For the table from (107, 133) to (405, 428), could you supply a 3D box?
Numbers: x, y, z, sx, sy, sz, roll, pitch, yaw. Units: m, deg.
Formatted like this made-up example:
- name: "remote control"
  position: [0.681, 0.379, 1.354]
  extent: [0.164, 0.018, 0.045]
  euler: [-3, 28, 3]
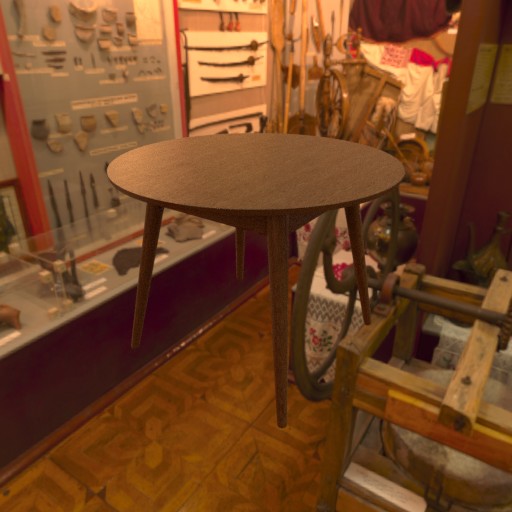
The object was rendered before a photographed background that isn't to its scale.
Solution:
- name: "table"
  position: [0.000, 0.000, 1.806]
  extent: [1.053, 0.786, 1.053]
  euler: [0, 26, 0]
